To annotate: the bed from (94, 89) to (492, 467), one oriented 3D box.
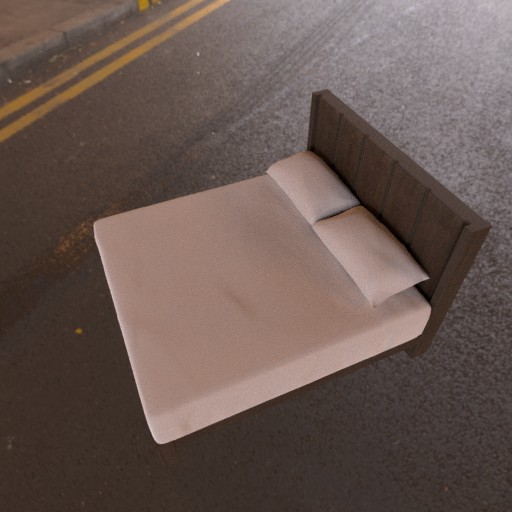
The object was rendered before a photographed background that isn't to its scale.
[{"bbox_3d":[0.000,0.000,3.075,1.992,1.261,1.735,-18,49,-16],"label":"bed"}]
